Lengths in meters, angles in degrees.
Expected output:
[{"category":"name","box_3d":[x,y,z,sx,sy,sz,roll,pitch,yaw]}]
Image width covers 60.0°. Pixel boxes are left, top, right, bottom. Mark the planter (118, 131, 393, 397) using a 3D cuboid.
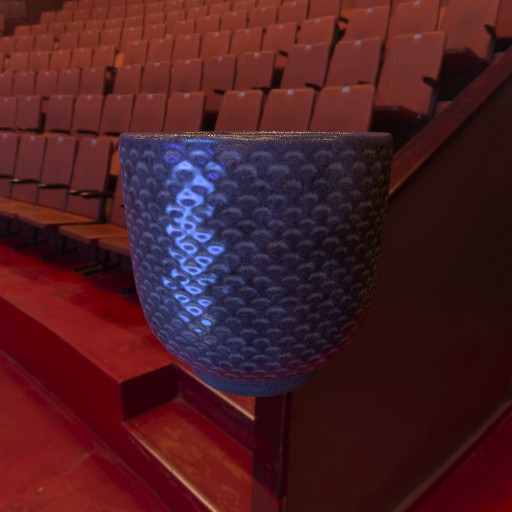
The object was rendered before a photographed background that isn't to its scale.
[{"category":"planter","box_3d":[0.000,0.000,0.354,0.197,0.191,0.197,0,16,0]}]
